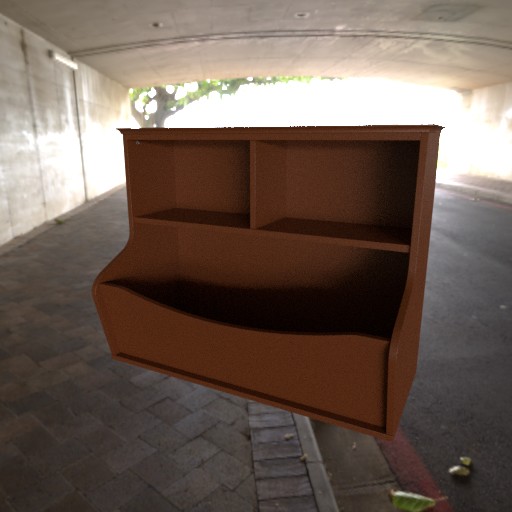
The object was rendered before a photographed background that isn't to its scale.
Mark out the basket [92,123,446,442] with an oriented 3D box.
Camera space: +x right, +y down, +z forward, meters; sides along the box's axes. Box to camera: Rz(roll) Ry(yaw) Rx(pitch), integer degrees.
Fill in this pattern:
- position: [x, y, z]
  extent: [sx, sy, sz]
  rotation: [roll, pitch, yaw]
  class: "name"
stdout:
- position: [0.000, 0.000, 1.115]
  extent: [0.792, 0.625, 0.376]
  rotation: [8, 17, 26]
  class: "basket"
